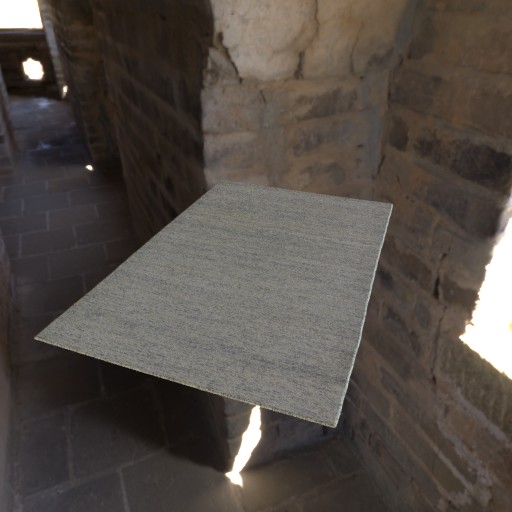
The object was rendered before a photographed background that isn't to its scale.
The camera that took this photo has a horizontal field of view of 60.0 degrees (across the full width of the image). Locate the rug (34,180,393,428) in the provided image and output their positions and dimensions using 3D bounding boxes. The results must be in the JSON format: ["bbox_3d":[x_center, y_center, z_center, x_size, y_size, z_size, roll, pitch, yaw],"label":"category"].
[{"bbox_3d":[0.000,0.000,2.873,1.523,0.017,2.263,11,33,17],"label":"rug"}]
